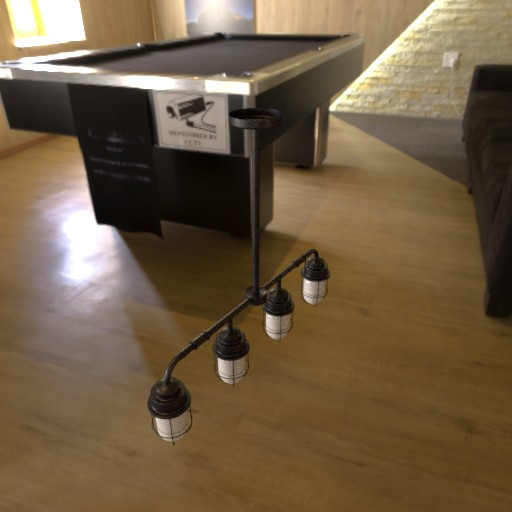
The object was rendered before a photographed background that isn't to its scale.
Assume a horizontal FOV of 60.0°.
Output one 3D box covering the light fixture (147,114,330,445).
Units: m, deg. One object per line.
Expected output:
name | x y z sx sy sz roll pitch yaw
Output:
light fixture | 0.000 0.000 1.255 0.131 0.785 0.852 20 36 31
